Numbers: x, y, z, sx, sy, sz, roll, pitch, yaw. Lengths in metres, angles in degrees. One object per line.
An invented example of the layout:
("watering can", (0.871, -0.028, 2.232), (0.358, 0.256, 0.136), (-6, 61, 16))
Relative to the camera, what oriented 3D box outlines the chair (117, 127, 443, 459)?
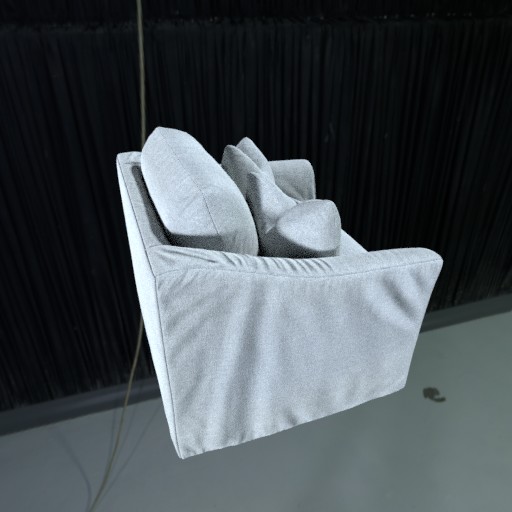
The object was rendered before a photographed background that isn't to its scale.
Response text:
("chair", (0.000, 0.000, 2.054), (1.071, 1.059, 1.194), (-11, 33, -17))
